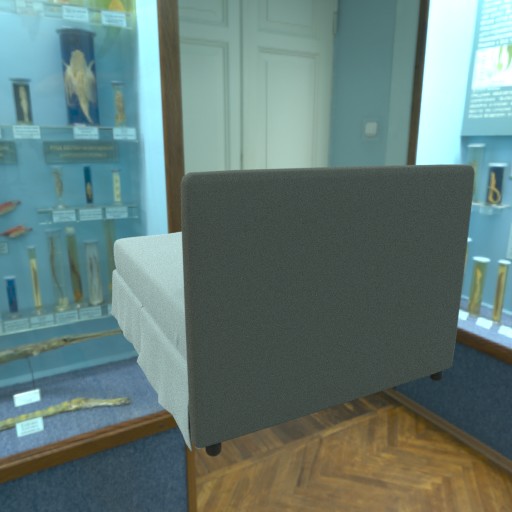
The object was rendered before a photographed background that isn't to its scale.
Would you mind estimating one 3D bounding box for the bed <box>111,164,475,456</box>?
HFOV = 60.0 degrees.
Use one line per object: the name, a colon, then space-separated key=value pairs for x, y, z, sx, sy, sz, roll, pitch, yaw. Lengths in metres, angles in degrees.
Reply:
bed: x=0.000 y=0.000 z=3.148 sx=1.748 sy=1.330 sz=2.142 roll=-7 pitch=16 yaw=-26
